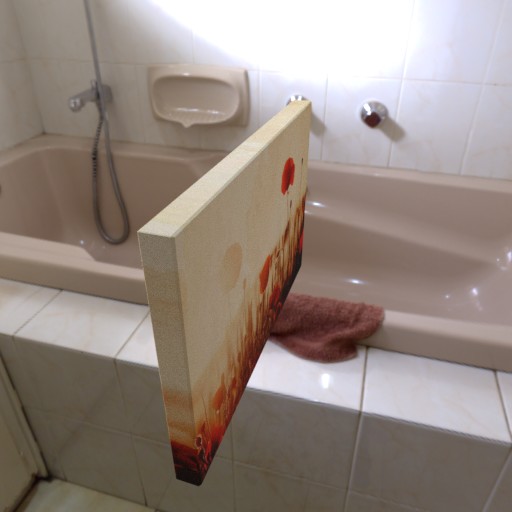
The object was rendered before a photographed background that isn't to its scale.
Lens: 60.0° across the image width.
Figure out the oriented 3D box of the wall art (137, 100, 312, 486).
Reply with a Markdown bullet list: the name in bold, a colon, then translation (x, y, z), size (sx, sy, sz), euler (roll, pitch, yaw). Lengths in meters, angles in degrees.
- **wall art**: translation (0.000, 0.000, 0.774), size (0.040, 0.402, 0.613), euler (10, 33, 16)
